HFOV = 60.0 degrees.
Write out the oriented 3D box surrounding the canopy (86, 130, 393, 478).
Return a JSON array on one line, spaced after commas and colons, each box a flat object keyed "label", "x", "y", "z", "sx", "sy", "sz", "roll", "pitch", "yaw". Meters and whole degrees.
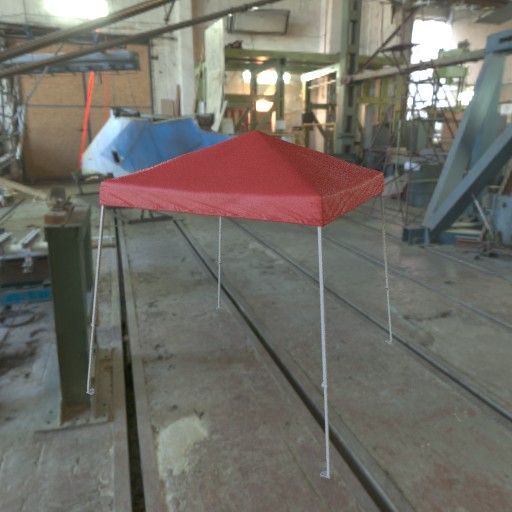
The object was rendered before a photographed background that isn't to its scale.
[{"label": "canopy", "x": 0.000, "y": 0.000, "z": 6.591, "sx": 3.599, "sy": 3.600, "sz": 3.600, "roll": 8, "pitch": 18, "yaw": 26}]
